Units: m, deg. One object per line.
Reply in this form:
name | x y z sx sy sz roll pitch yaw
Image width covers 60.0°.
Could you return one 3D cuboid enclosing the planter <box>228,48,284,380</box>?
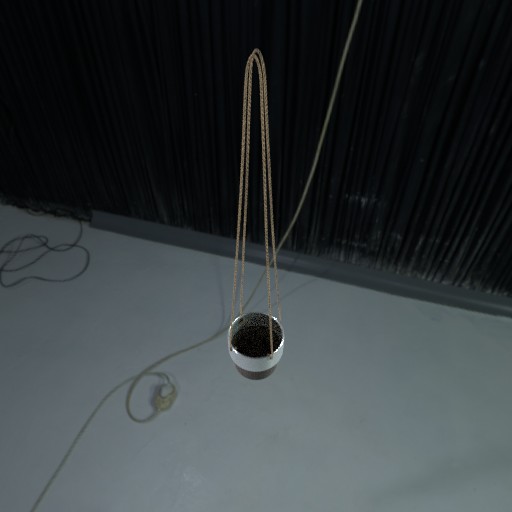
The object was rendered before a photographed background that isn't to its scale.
planter | 0.000 0.000 1.188 0.187 1.073 0.187 10 47 9
